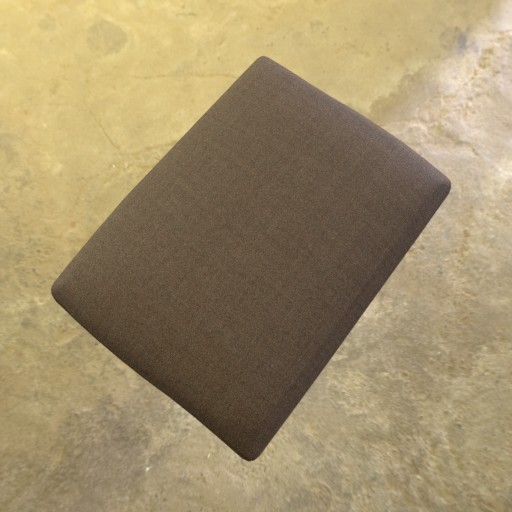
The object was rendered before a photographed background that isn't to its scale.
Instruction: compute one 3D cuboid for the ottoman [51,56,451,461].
[{"bbox_3d":[0.000,0.000,1.203,0.599,0.555,0.809,37,79,9],"label":"ottoman"}]
